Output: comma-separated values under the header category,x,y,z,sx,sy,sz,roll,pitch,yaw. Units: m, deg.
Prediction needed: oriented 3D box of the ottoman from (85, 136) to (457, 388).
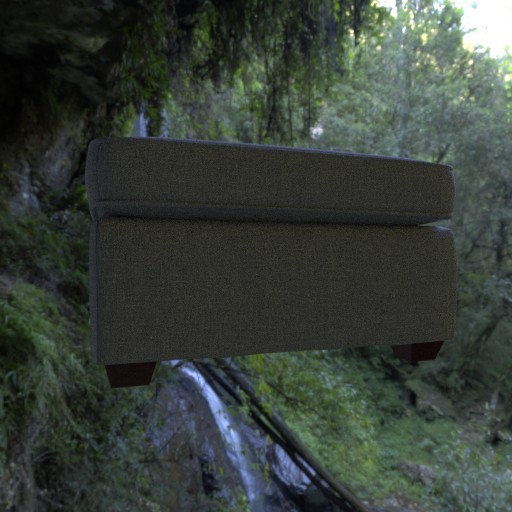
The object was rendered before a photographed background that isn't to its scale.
category,x,y,z,sx,sy,sz,roll,pitch,yaw
ottoman,0.000,0.000,1.073,0.762,0.457,0.559,0,-1,-19
